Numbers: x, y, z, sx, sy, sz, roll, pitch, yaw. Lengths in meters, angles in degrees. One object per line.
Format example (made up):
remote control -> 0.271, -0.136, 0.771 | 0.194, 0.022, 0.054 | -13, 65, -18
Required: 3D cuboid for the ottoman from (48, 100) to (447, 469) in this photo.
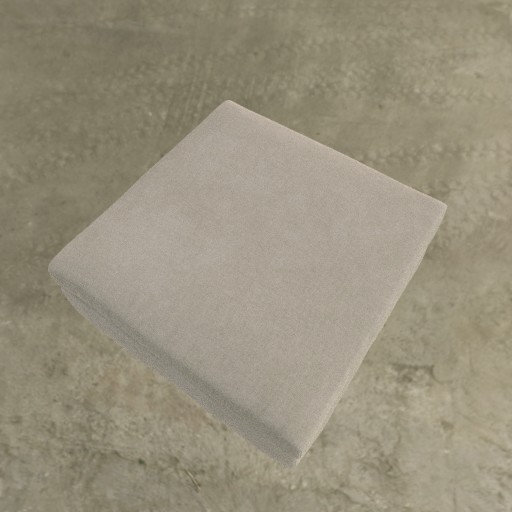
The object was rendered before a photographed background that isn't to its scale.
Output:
ottoman -> 0.000, 0.000, 1.869 | 1.171, 0.517, 1.203 | 31, 64, 17
